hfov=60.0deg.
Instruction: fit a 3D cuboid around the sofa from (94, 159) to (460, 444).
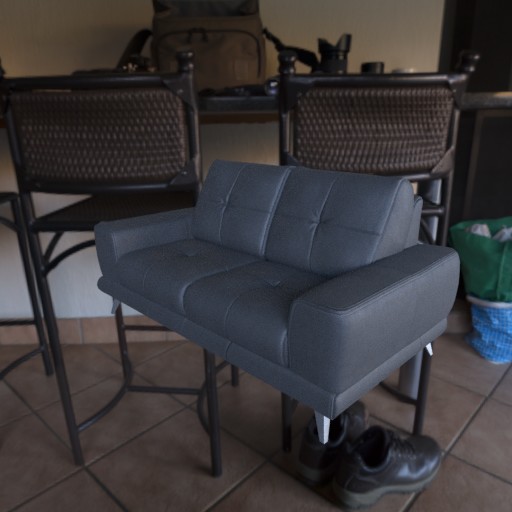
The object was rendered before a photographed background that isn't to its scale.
[{"bbox_3d":[0.000,0.000,2.380,1.806,0.907,1.018,17,24,42],"label":"sofa"}]
